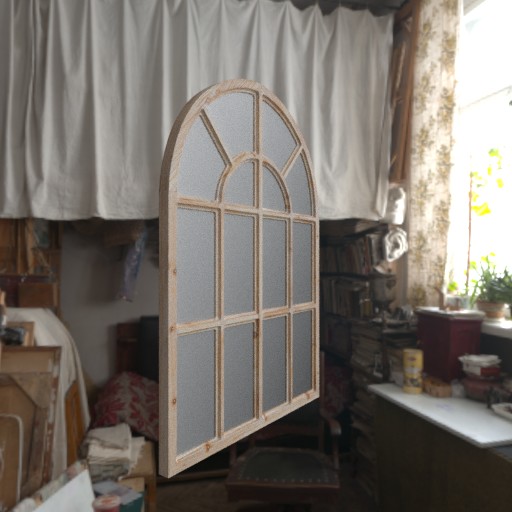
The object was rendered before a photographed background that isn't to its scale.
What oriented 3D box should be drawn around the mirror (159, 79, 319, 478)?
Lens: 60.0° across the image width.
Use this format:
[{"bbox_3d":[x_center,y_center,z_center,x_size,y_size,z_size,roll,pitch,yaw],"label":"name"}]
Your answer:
[{"bbox_3d":[0.000,0.000,1.194,0.032,0.920,0.660,0,0,36],"label":"mirror"}]
